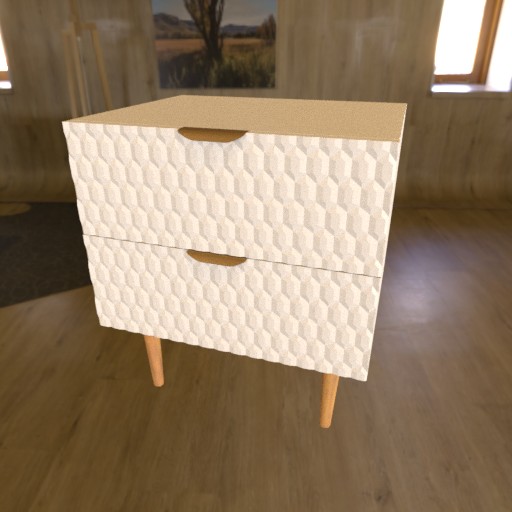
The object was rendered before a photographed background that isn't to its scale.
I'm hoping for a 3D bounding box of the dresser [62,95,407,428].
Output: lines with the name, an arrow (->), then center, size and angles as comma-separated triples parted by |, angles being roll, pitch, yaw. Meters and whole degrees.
dresser -> 0.000, 0.000, 0.908 | 0.503, 0.568, 0.414 | 8, 27, 16
